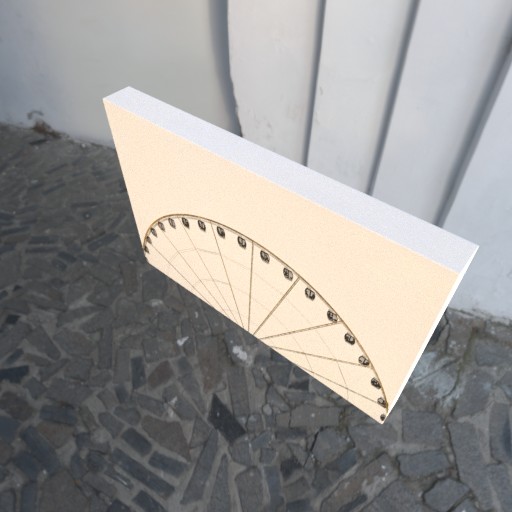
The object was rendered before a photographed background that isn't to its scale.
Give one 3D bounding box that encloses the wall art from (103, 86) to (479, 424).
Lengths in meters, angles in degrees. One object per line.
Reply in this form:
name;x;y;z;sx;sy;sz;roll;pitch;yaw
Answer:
wall art;0.000;0.000;0.484;0.384;0.254;0.039;31;54;25
